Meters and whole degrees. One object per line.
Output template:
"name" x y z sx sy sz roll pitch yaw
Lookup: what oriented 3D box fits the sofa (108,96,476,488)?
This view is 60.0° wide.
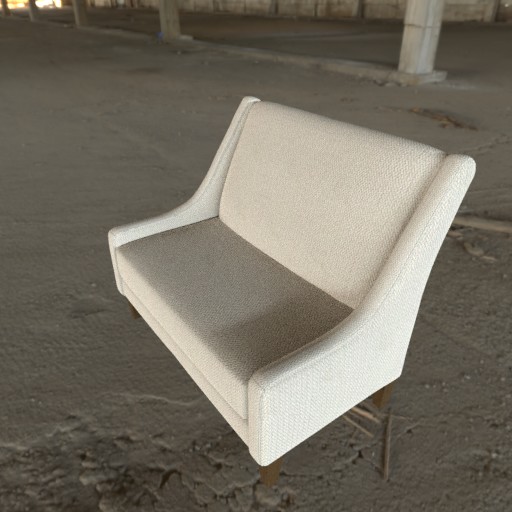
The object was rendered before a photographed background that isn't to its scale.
"sofa" 0.000 0.000 1.845 0.870 1.022 1.242 -20 36 -31
